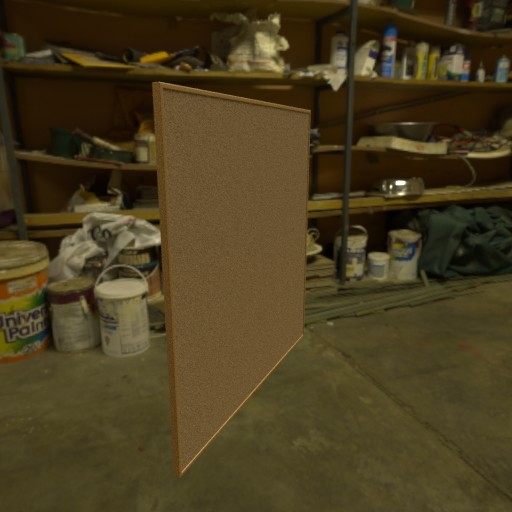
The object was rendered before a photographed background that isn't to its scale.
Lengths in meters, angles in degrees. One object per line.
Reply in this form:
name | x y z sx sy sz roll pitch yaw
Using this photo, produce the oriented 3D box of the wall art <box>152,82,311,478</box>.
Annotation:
wall art | 0.000 0.000 0.989 0.014 0.655 0.657 7 16 24
